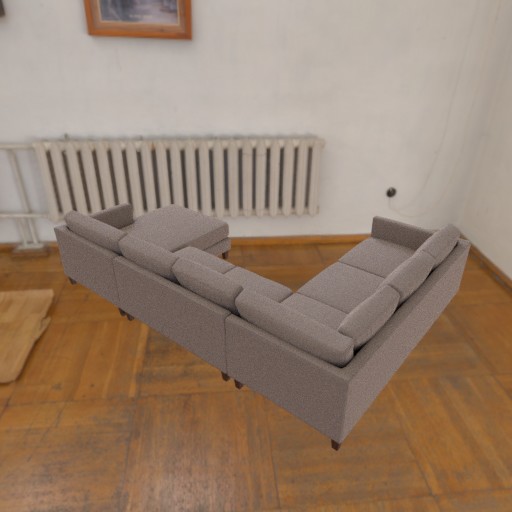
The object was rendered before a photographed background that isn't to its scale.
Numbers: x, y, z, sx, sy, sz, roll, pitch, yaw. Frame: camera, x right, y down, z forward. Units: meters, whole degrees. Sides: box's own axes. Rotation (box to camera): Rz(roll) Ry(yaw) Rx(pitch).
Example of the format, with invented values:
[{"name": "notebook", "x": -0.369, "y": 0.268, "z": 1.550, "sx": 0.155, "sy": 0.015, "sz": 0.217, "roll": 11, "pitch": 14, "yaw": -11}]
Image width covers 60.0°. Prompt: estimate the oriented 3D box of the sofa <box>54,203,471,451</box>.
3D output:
[{"name": "sofa", "x": 0.000, "y": 0.000, "z": 4.547, "sx": 3.438, "sy": 0.865, "sz": 2.424, "roll": 22, "pitch": 36, "yaw": 34}]
